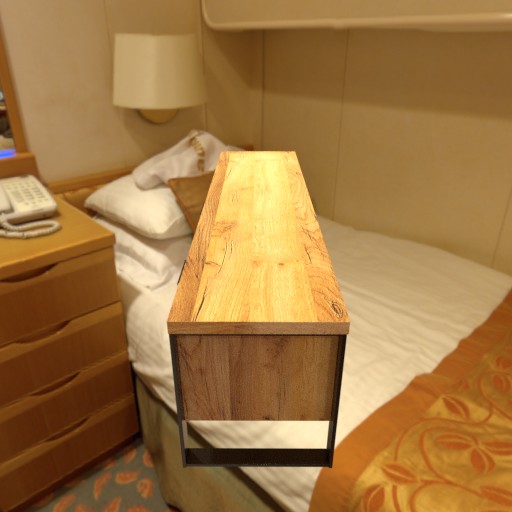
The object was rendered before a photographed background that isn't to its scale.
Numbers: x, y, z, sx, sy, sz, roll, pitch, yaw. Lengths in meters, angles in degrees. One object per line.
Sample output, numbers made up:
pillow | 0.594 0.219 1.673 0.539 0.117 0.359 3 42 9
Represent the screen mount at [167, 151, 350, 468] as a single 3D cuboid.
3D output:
screen mount | 0.000 0.000 1.696 0.395 0.450 1.524 0 26 0
